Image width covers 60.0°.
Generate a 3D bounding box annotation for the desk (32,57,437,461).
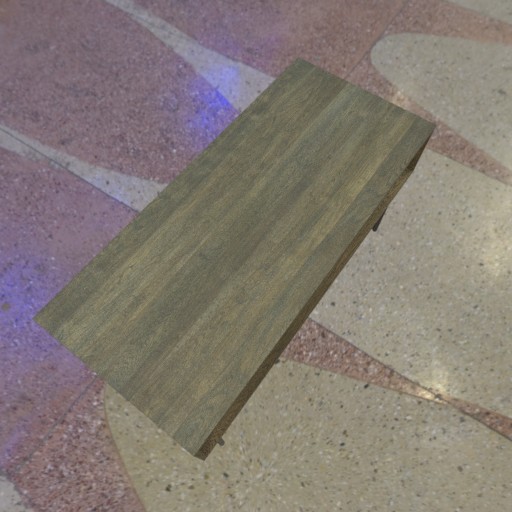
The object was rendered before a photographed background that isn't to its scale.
[{"bbox_3d":[0.000,0.000,2.038,0.730,0.780,1.600,33,68,16],"label":"desk"}]
